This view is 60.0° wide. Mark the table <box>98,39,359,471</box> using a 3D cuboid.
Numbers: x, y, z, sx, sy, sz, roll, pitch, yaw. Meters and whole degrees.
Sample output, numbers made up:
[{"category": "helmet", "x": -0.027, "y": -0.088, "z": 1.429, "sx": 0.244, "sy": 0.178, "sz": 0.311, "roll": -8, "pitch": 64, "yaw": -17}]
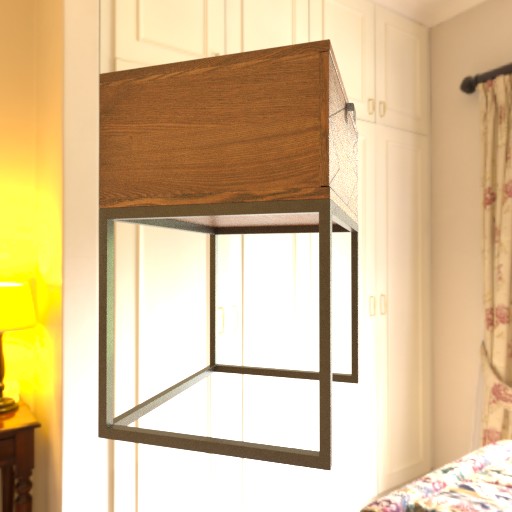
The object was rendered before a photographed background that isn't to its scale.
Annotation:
[{"category": "table", "x": 0.000, "y": 0.000, "z": 0.911, "sx": 0.400, "sy": 0.610, "sz": 0.482, "roll": 0, "pitch": -1, "yaw": 18}]
